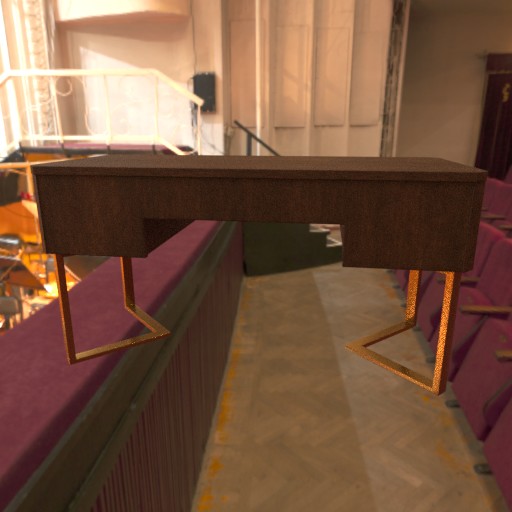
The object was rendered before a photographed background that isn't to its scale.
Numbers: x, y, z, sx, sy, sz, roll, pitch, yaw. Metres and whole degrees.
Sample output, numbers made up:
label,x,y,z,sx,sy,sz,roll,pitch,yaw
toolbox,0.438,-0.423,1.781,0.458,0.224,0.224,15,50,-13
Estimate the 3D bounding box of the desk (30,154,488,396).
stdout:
label,x,y,z,sx,sy,sz,roll,pitch,yaw
desk,0.000,0.000,1.811,1.479,0.762,0.684,2,16,8
